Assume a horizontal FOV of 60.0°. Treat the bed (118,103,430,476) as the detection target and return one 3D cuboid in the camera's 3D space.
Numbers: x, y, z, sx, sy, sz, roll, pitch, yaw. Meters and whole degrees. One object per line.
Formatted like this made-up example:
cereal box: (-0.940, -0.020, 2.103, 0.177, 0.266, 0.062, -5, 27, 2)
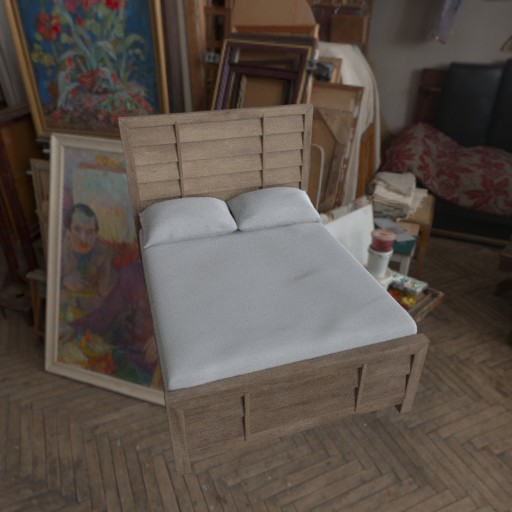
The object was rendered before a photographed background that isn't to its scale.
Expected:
bed: (0.000, 0.000, 3.239, 1.615, 1.631, 2.017, -9, 33, -15)
